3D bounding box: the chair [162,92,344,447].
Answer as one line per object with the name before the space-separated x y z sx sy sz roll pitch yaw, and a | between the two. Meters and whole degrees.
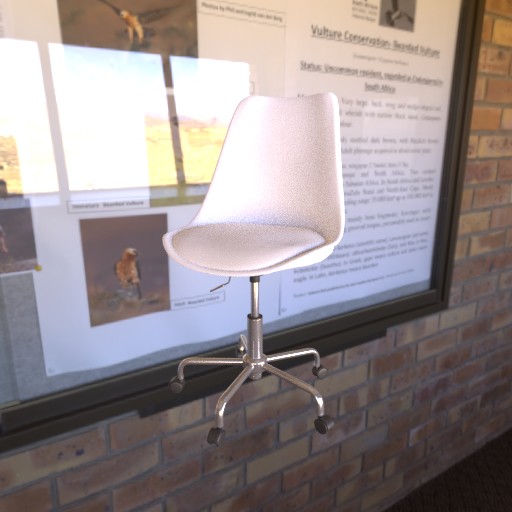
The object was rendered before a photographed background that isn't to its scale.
chair | 0.000 0.000 1.296 0.550 0.930 0.550 7 16 25
